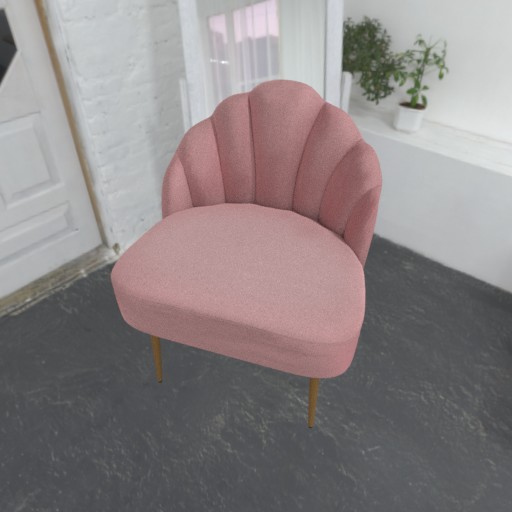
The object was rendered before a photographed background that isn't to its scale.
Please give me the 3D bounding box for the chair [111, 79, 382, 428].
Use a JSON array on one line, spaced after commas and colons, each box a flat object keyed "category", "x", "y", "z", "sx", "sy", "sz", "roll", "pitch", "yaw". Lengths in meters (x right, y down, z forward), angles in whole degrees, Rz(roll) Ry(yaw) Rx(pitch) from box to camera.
[{"category": "chair", "x": 0.000, "y": 0.000, "z": 1.285, "sx": 0.657, "sy": 0.819, "sz": 0.599, "roll": 12, "pitch": 42, "yaw": 14}]
